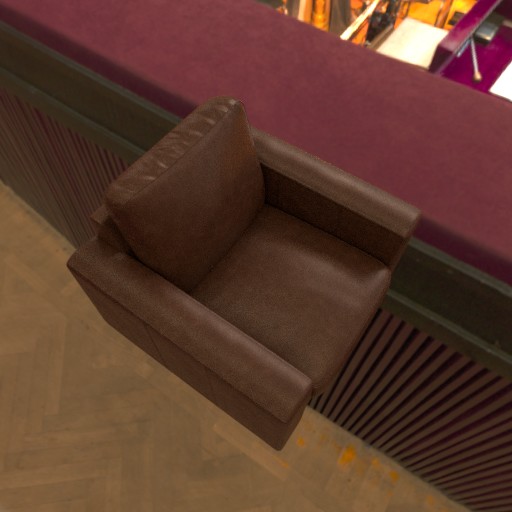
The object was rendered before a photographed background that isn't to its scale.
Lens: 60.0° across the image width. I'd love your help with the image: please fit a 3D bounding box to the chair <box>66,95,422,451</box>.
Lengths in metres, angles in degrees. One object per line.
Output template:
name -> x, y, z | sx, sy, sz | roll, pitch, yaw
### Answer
chair -> 0.000, 0.000, 1.786 | 1.016, 0.873, 1.005 | 31, 63, 18
